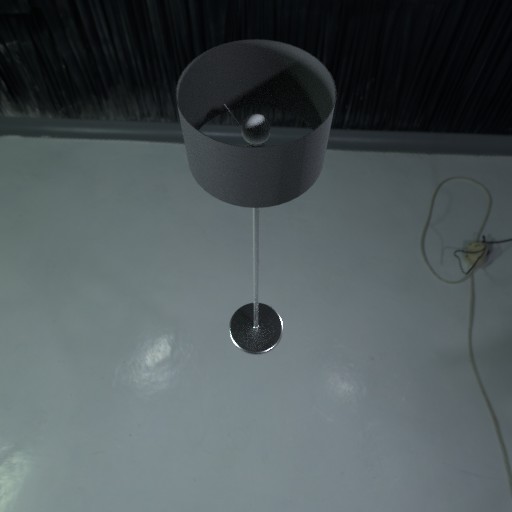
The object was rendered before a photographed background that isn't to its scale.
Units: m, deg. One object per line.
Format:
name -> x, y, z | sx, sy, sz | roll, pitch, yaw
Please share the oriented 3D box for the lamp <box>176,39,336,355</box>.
lamp -> 0.000, 0.000, 1.586 | 0.348, 1.443, 0.348 | 0, 60, 0
